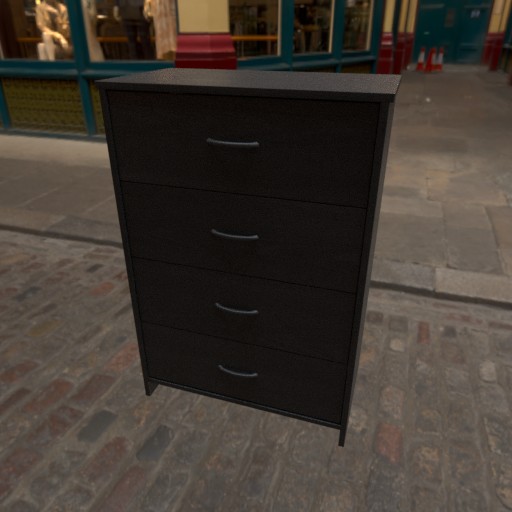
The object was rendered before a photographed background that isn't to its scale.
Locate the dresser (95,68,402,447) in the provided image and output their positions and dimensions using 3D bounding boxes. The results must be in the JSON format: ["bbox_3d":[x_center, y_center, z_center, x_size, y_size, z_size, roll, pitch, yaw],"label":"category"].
[{"bbox_3d":[0.000,0.000,1.362,0.700,1.020,0.398,9,29,16],"label":"dresser"}]
